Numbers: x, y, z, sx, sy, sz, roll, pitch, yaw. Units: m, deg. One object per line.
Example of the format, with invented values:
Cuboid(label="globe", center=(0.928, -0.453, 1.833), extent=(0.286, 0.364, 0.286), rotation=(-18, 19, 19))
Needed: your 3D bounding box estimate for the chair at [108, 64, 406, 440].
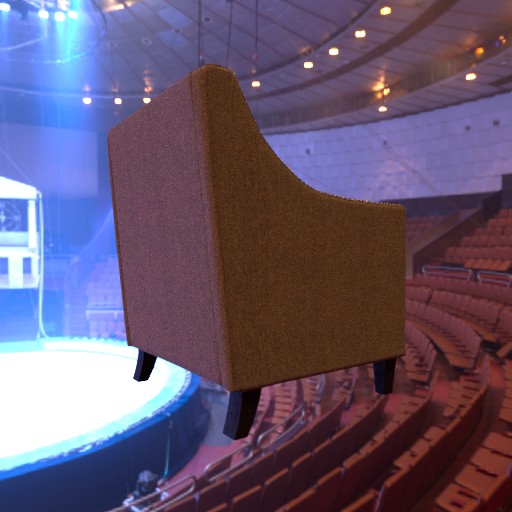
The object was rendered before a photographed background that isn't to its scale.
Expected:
Cuboid(label="chair", center=(0.000, 0.000, 1.646), extent=(0.884, 0.967, 0.776), rotation=(0, 0, -36))
